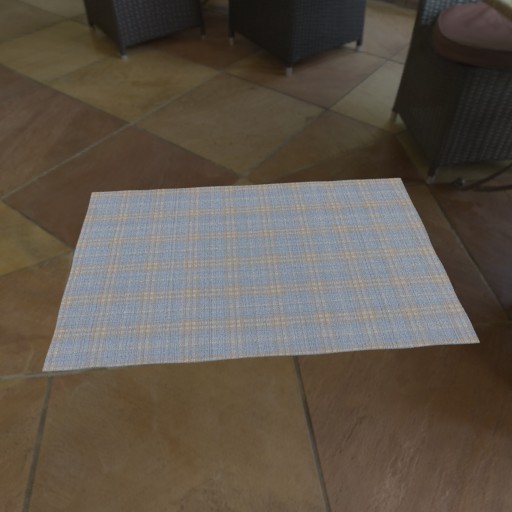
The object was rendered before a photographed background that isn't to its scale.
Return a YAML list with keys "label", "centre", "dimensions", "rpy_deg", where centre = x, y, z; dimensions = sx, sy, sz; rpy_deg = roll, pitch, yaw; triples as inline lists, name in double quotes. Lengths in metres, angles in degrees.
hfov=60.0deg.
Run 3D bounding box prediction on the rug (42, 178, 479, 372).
- label: "rug"
  centre: [0.000, 0.000, 2.995]
  dimensions: [2.460, 0.016, 1.545]
  rpy_deg: [-3, 47, -3]
